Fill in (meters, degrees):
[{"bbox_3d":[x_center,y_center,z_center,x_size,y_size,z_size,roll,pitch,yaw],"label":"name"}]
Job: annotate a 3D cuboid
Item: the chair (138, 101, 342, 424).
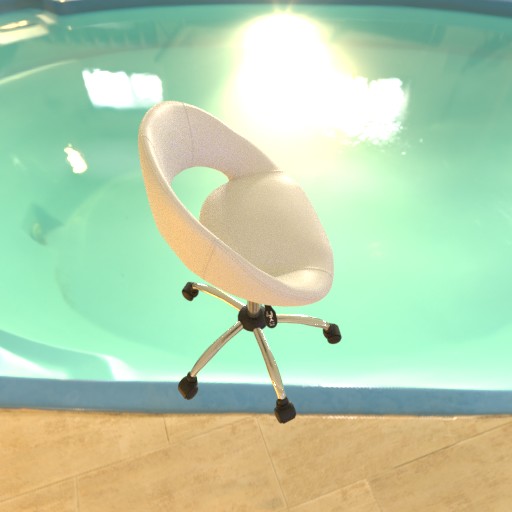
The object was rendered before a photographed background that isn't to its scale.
[{"bbox_3d":[0.000,0.000,1.170,0.538,0.791,0.612,-10,48,-9],"label":"chair"}]
